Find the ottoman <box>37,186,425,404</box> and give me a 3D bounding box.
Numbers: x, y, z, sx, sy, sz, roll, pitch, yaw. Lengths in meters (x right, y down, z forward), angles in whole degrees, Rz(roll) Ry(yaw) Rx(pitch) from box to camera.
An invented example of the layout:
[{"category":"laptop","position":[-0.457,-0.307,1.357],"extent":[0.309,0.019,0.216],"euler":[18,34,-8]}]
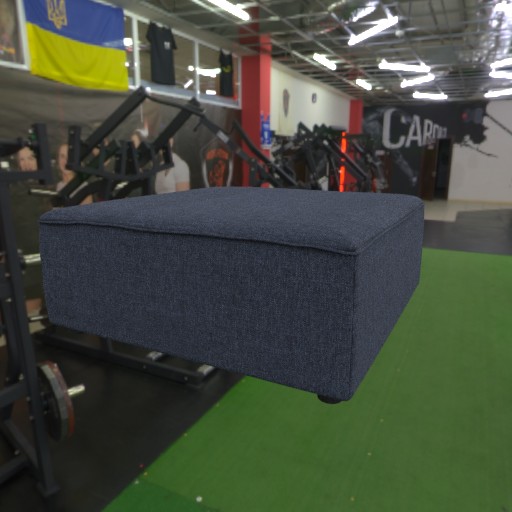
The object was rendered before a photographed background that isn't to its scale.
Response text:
[{"category":"ottoman","position":[0.000,0.000,1.592],"extent":[1.017,0.423,1.023],"euler":[7,15,28]}]
